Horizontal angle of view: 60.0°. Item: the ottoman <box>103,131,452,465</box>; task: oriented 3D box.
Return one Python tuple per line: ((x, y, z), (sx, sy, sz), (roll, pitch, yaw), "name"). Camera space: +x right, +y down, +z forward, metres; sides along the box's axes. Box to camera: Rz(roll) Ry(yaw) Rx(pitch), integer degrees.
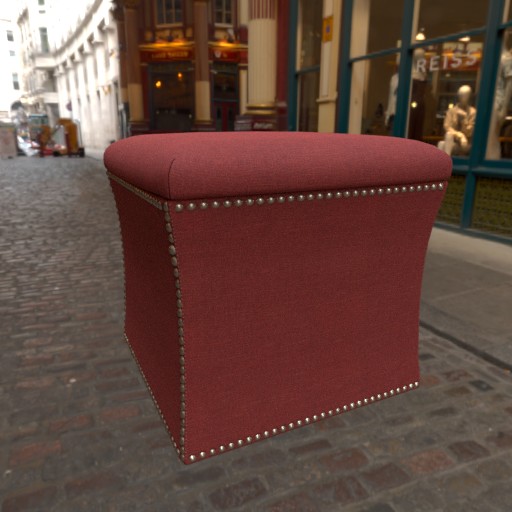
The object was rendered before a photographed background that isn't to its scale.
((0.000, 0.000, 0.878), (0.497, 0.475, 0.507), (-8, 18, -25), "ottoman")
